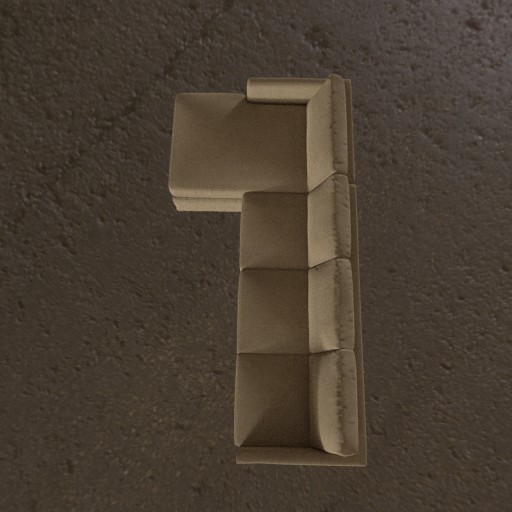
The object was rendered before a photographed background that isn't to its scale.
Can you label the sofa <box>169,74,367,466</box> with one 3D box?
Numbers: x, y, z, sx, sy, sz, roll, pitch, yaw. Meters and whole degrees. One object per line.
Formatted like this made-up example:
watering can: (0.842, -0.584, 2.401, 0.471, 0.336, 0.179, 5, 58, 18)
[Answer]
sofa: (0.000, 0.000, 3.794, 1.638, 0.920, 3.198, 1, 75, 0)
